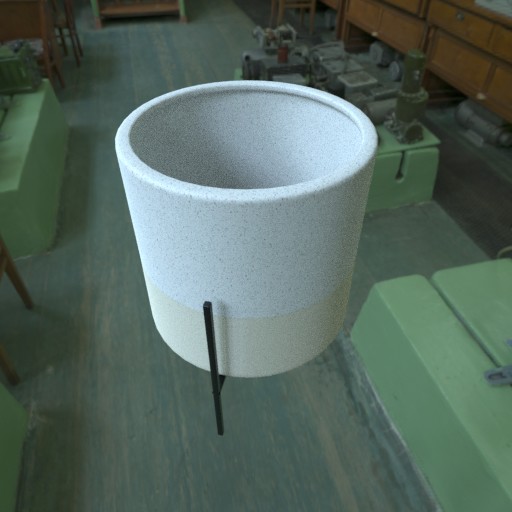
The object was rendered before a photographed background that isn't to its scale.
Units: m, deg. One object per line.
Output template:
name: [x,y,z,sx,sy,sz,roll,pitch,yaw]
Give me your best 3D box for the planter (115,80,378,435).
planter: [0.000,0.000,0.673,0.335,0.423,0.313,-11,43,-12]
